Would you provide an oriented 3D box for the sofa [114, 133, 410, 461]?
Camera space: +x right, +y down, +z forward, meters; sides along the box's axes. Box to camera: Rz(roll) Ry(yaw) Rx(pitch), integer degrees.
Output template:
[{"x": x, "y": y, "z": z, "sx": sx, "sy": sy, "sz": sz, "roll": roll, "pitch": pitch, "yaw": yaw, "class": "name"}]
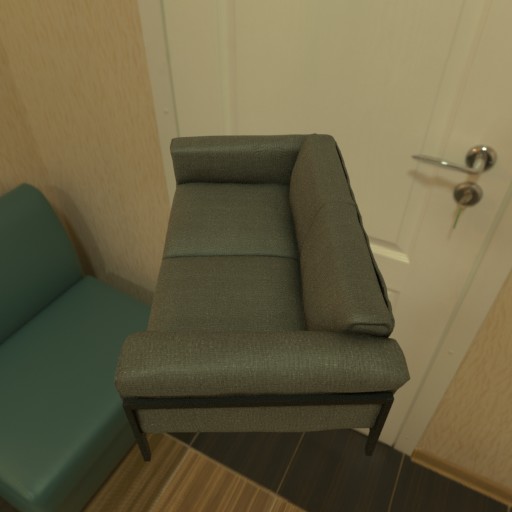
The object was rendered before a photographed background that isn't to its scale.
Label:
[{"x": 0.000, "y": 0.000, "z": 2.162, "sx": 0.960, "sy": 0.656, "sz": 1.690, "roll": -1, "pitch": 42, "yaw": -1, "class": "sofa"}]
